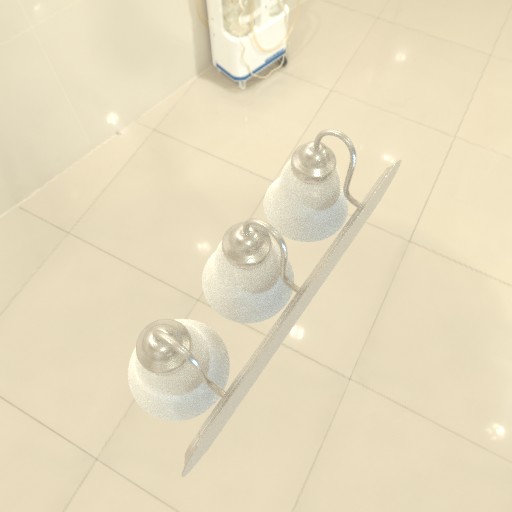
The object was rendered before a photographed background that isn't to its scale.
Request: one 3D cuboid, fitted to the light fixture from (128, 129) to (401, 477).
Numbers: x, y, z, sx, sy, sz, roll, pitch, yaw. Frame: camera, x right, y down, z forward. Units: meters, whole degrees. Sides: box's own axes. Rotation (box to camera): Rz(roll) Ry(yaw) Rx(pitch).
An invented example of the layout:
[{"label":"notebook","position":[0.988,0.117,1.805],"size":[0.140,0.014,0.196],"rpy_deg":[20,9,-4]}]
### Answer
[{"label":"light fixture","position":[0.000,0.000,0.686],"size":[0.199,0.222,0.610],"rpy_deg":[32,68,15]}]
